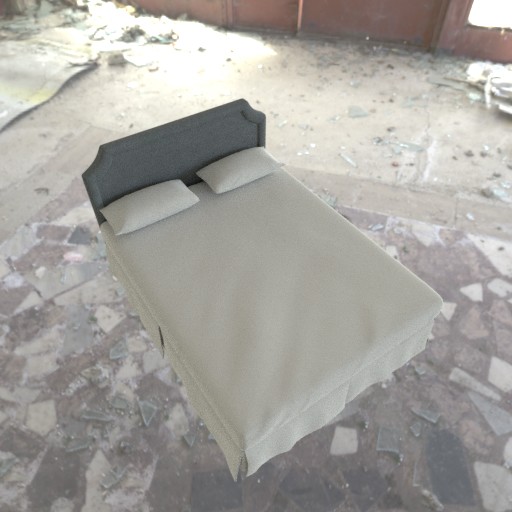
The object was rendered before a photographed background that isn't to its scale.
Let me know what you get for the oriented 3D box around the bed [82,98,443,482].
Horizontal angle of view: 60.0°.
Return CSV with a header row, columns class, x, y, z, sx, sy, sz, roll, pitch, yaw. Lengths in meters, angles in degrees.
class,x,y,z,sx,sy,sz,roll,pitch,yaw
bed,0.000,0.000,3.626,1.977,1.306,2.464,-27,52,-23
